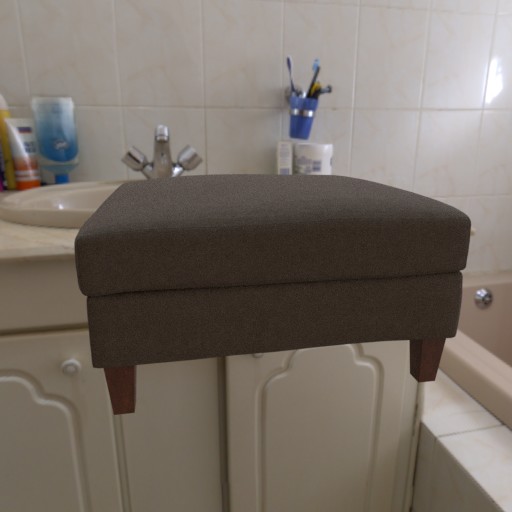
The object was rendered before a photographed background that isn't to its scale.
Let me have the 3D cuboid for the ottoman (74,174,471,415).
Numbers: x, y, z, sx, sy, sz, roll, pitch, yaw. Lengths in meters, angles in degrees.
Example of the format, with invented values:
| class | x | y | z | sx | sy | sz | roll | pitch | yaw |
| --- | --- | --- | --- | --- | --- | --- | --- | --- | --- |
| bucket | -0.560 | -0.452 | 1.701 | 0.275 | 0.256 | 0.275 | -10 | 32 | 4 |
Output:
| class | x | y | z | sx | sy | sz | roll | pitch | yaw |
| --- | --- | --- | --- | --- | --- | --- | --- | --- | --- |
| ottoman | 0.000 | 0.000 | 1.374 | 0.881 | 0.482 | 0.861 | -3 | 16 | -10 |
